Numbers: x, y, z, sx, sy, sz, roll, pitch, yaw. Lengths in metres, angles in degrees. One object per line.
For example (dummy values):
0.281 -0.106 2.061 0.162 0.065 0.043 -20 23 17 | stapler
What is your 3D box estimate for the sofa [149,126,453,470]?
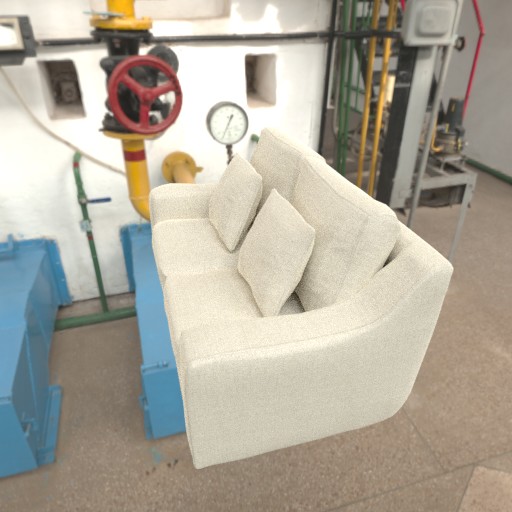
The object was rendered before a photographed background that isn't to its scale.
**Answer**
0.000 0.000 2.361 1.040 1.047 1.744 -8 32 -14 | sofa
